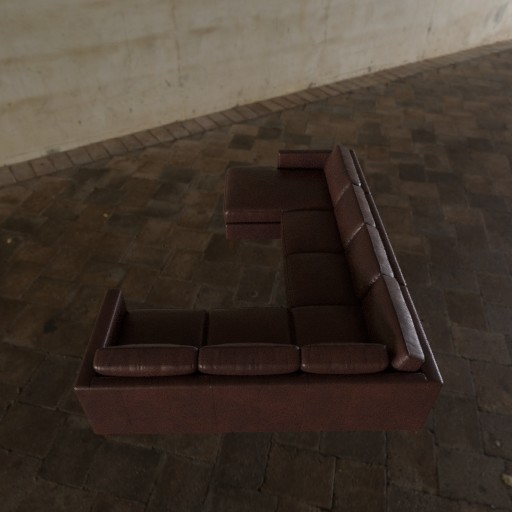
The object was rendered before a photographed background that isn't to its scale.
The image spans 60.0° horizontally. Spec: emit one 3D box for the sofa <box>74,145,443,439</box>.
[{"bbox_3d":[0.000,0.000,4.359,2.452,0.891,3.324,-1,41,-1],"label":"sofa"}]
